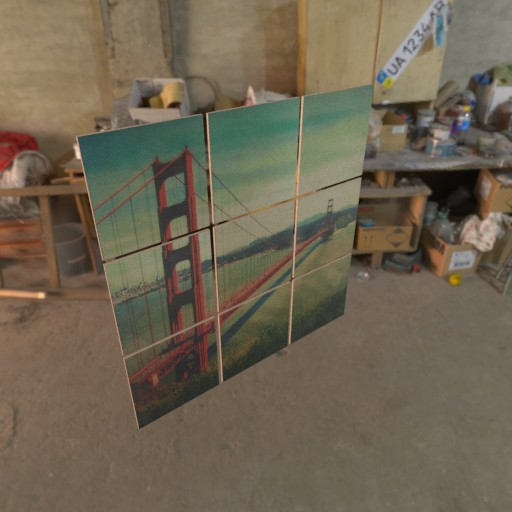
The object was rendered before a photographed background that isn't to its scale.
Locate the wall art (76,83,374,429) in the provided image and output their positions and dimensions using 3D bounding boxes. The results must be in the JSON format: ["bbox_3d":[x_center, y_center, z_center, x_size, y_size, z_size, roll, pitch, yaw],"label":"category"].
[{"bbox_3d":[0.000,0.000,2.274,1.519,1.507,0.014,-22,38,-31],"label":"wall art"}]
